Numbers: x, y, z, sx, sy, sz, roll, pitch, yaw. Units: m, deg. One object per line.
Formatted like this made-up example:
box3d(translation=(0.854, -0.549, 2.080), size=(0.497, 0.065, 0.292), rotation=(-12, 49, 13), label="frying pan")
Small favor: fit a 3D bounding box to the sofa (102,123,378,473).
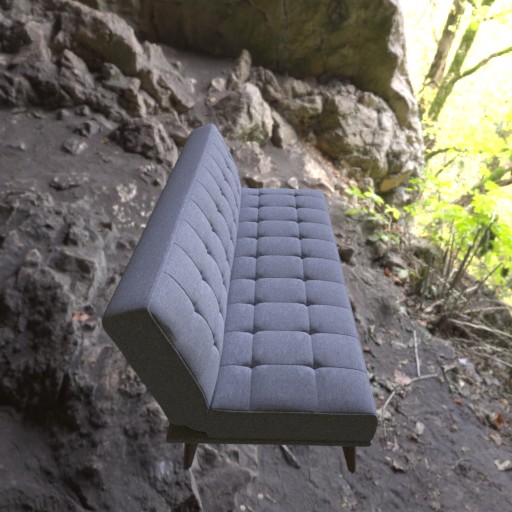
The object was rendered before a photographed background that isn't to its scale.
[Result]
box3d(translation=(0.000, 0.000, 2.195), size=(0.860, 0.810, 1.800), rotation=(1, 33, 1), label="sofa")
